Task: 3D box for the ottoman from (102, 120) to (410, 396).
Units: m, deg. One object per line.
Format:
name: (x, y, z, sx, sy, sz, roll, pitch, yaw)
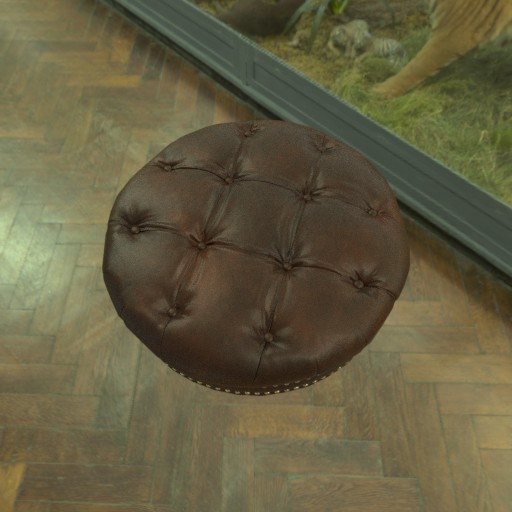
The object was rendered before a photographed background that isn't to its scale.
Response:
ottoman: (0.000, 0.000, 1.404, 0.901, 0.455, 0.901, 0, 58, 0)
